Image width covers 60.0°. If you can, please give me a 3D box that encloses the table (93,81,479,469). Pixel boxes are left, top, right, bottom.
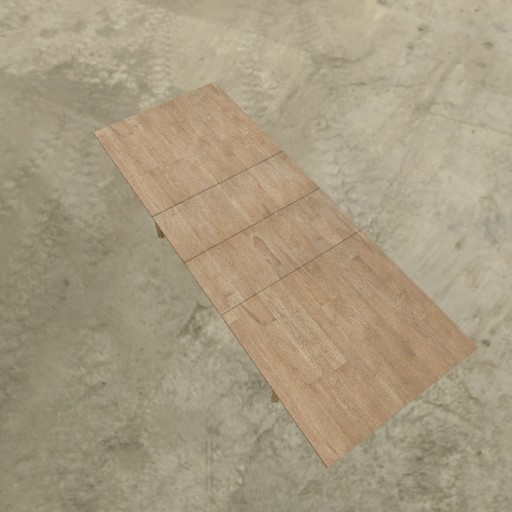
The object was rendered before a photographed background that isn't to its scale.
[{"bbox_3d":[0.000,0.000,3.020,1.000,0.752,2.603,-30,63,-17],"label":"table"}]
